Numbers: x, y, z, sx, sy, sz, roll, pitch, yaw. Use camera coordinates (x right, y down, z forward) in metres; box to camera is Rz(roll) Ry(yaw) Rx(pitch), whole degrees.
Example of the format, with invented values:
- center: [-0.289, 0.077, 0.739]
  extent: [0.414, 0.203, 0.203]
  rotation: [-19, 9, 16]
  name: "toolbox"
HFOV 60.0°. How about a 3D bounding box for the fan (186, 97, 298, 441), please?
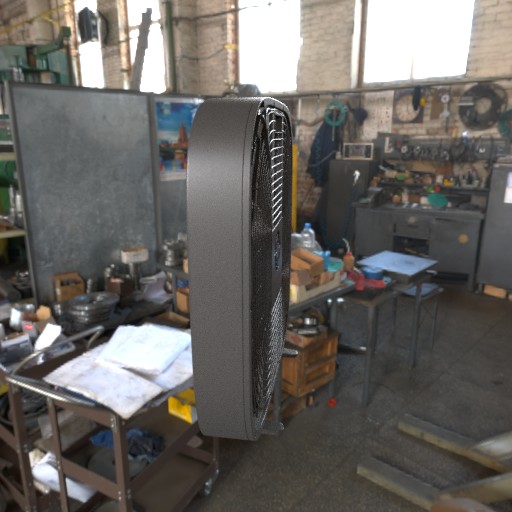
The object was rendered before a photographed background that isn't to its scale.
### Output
- center: [0.000, 0.000, 0.810]
  extent: [0.142, 0.533, 0.526]
  rotation: [3, 16, 10]
  name: "fan"
